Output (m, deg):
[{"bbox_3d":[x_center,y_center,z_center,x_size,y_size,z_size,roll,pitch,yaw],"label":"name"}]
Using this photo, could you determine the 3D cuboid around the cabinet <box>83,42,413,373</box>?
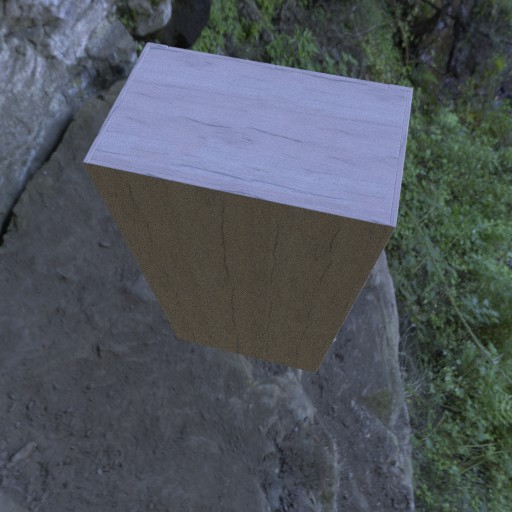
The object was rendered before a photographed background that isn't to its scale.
[{"bbox_3d":[0.000,0.000,2.324,0.980,1.930,0.580,13,64,6],"label":"cabinet"}]
